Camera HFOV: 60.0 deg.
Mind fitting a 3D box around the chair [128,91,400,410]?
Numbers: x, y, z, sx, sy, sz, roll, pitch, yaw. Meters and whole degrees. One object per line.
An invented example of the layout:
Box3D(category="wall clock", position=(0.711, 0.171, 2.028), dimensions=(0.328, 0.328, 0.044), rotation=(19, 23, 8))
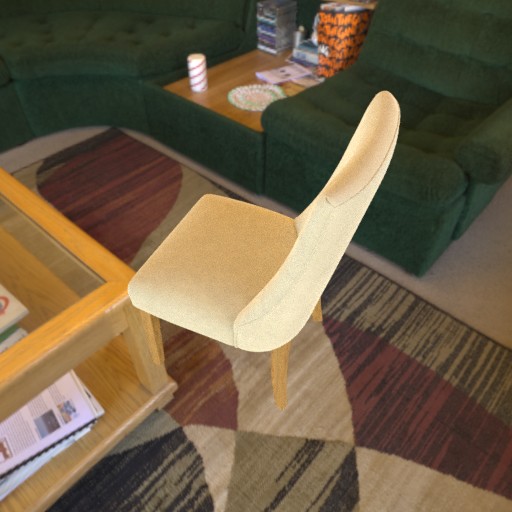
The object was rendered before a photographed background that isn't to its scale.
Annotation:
Box3D(category="chair", position=(0.000, 0.000, 1.295), dimensions=(0.610, 0.902, 0.495), rotation=(17, 48, 17))
